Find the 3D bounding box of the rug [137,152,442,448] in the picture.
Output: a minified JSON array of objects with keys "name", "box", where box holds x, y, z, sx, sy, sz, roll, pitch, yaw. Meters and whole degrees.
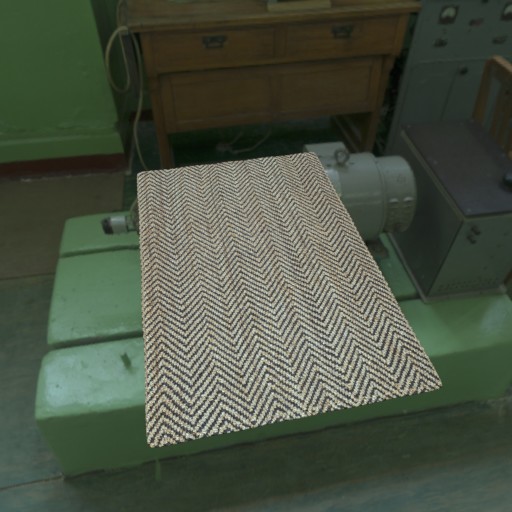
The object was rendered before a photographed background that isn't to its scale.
[{"name":"rug","box":[0.000,0.000,2.376,1.219,0.008,1.828,-9,46,-8]}]
